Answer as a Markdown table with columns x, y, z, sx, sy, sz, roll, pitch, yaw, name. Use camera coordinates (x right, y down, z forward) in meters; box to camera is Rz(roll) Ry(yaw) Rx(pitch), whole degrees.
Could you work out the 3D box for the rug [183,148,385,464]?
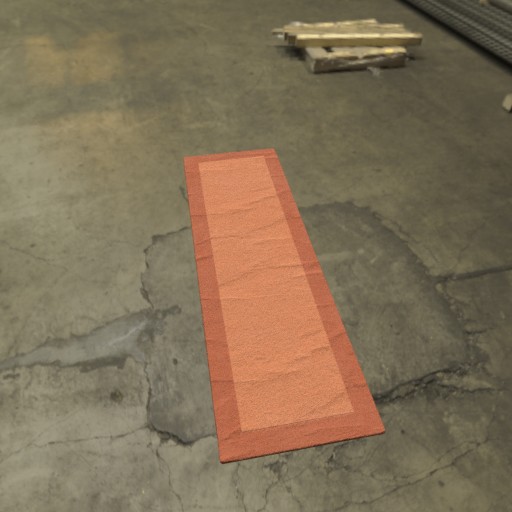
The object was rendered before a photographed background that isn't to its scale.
| x | y | z | sx | sy | sz | roll | pitch | yaw | name |
| --- | --- | --- | --- | --- | --- | --- | --- | --- | --- |
| 0.000 | 0.000 | 2.798 | 0.914 | 0.013 | 2.471 | -10 | 46 | -10 | rug |
